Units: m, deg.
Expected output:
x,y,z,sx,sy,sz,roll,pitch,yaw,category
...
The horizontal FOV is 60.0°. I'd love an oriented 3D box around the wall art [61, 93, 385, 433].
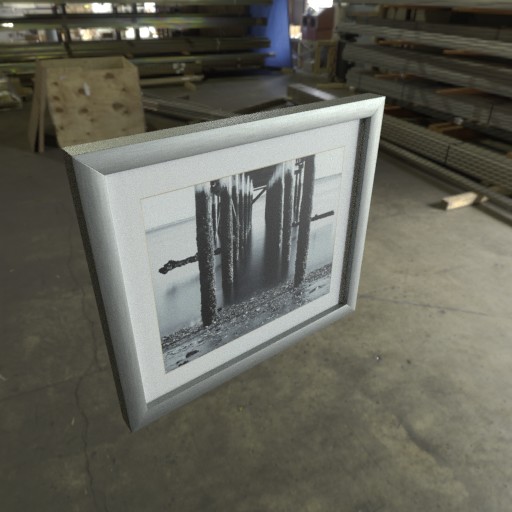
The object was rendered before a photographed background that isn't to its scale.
x,y,z,sx,sy,sz,roll,pitch,yaw,category
0.000,0.000,0.536,0.380,0.330,0.028,-21,37,-31,wall art
